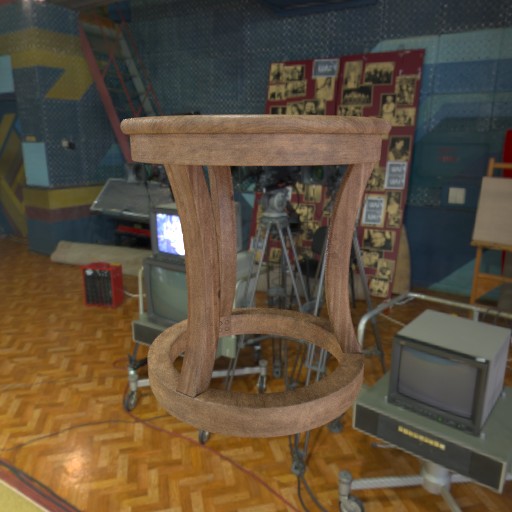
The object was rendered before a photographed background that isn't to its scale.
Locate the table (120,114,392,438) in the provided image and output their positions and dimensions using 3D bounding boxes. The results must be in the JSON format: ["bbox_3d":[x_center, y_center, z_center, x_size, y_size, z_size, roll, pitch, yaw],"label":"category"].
[{"bbox_3d":[0.000,0.000,0.792,0.432,0.460,0.432,0,15,0],"label":"table"}]
